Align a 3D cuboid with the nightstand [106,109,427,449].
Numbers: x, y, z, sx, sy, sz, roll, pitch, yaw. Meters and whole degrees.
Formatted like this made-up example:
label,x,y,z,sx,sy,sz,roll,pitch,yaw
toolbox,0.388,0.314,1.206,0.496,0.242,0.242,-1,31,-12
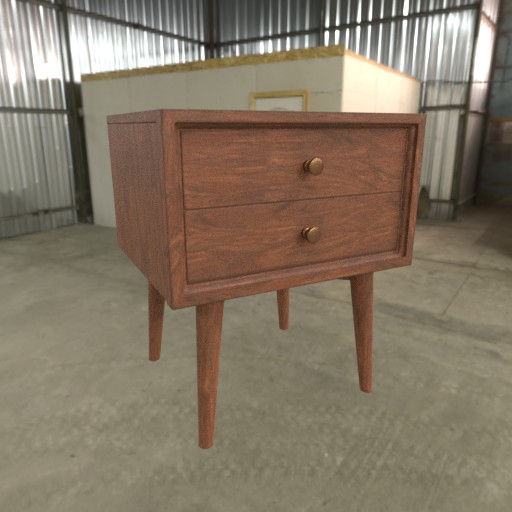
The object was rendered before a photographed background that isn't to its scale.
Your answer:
label,x,y,z,sx,sy,sz,roll,pitch,yaw
nightstand,0.000,0.000,0.998,0.521,0.607,0.445,-8,18,-26
